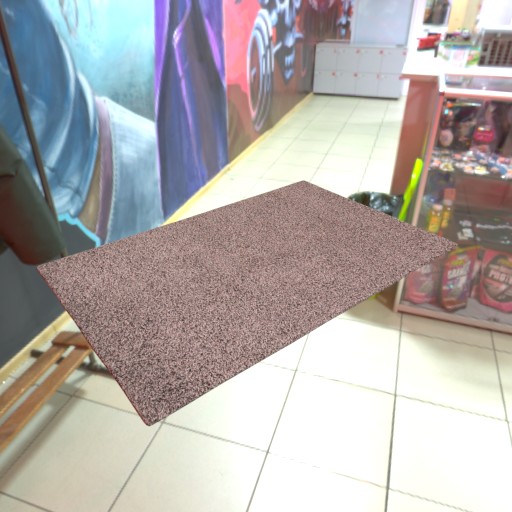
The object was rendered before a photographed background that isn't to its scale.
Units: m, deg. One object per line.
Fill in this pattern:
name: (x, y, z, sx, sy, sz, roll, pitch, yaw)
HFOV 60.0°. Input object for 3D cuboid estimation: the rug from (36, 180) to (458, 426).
rug: (0.000, 0.000, 3.410, 2.743, 0.030, 1.778, -23, 38, -32)
